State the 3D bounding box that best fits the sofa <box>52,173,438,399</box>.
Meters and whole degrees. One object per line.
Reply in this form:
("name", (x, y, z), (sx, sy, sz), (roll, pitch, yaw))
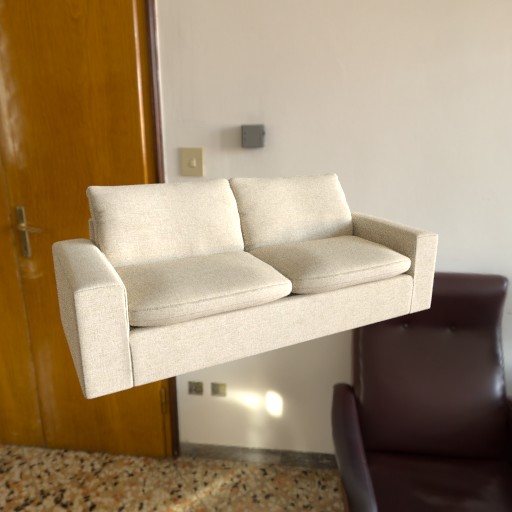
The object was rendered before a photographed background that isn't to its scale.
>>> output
("sofa", (0.000, 0.000, 2.843), (2.299, 0.922, 1.040), (-9, 18, -28))
